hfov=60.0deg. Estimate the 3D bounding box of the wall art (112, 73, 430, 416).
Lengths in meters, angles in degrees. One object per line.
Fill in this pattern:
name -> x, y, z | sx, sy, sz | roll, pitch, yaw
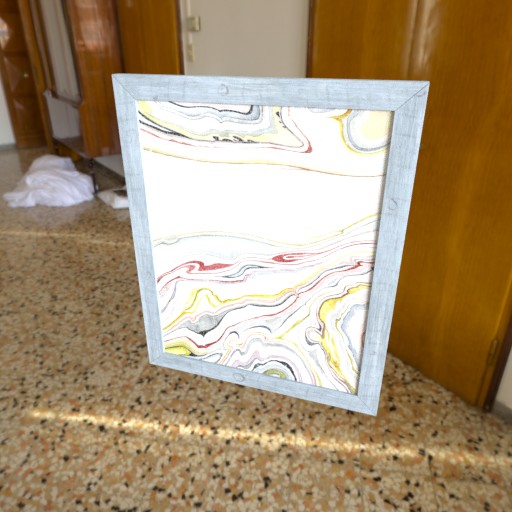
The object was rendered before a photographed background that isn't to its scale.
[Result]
wall art -> 0.000, 0.000, 0.777 | 0.479, 0.582, 0.022 | 8, 27, 16
